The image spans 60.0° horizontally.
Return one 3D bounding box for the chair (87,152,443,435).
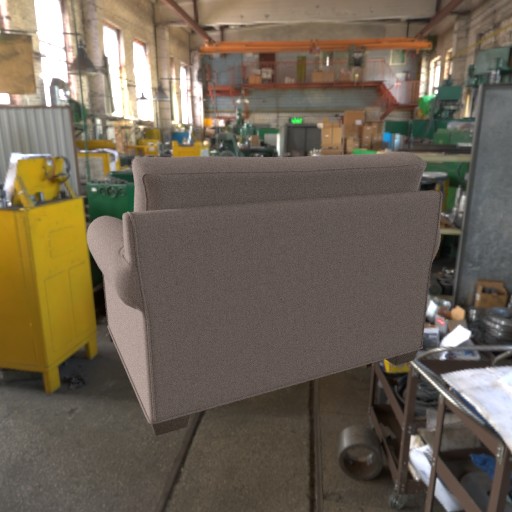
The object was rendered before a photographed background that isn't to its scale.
[{"bbox_3d":[0.000,0.000,2.029,1.390,0.930,0.930,-7,17,-26],"label":"chair"}]
